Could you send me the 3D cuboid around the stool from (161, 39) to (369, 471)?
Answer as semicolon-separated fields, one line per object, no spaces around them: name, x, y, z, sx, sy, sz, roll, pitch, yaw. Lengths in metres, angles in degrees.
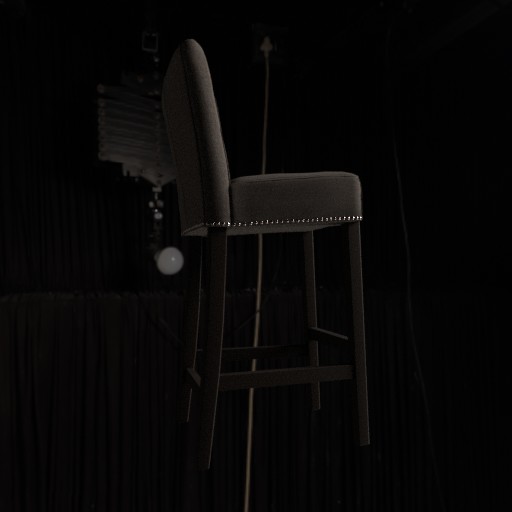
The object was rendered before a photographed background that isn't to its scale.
stool;0.000;0.000;1.319;0.548;1.047;0.411;0;-1;-18
